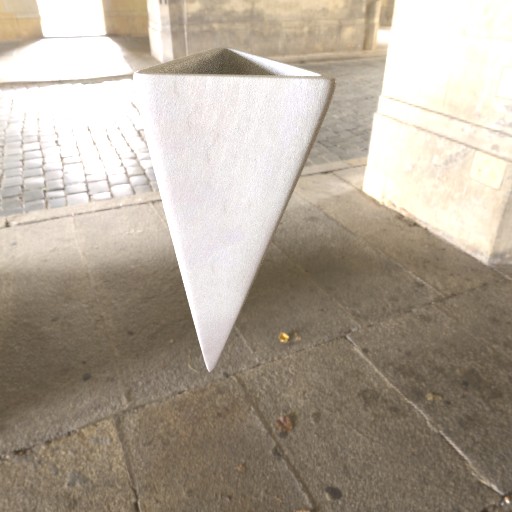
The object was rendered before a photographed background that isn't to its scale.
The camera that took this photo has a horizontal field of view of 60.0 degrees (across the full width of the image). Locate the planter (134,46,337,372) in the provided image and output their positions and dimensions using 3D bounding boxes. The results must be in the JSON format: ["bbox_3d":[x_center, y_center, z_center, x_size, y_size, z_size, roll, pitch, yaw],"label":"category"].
[{"bbox_3d":[0.000,0.000,0.275,0.081,0.224,0.101,10,33,16],"label":"planter"}]
